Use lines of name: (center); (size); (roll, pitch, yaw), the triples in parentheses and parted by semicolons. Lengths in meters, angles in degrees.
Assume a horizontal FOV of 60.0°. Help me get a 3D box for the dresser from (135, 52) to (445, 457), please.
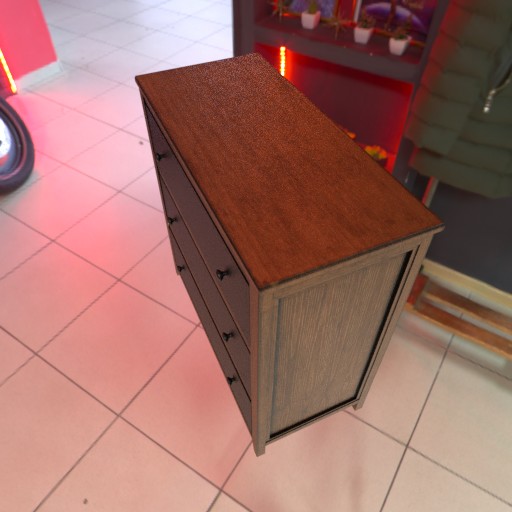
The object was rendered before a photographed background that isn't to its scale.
dresser: (0.000, 0.000, 1.980); (0.591, 1.224, 1.250); (-18, 50, -16)
